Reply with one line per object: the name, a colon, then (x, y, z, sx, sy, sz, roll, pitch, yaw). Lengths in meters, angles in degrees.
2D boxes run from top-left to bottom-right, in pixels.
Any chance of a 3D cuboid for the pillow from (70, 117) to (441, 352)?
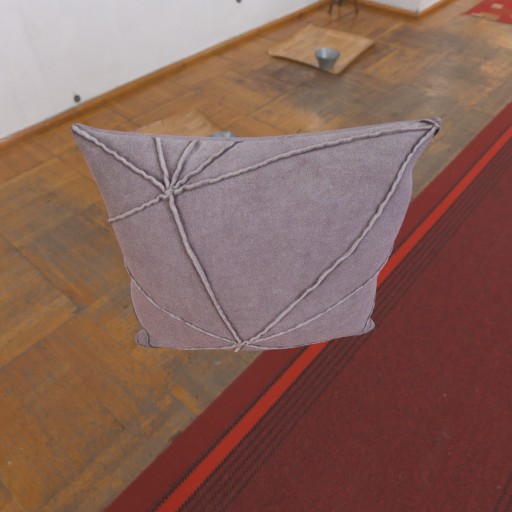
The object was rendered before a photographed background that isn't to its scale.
pillow: (0.000, 0.000, 0.658, 0.439, 0.440, 0.185, -3, 45, -3)
